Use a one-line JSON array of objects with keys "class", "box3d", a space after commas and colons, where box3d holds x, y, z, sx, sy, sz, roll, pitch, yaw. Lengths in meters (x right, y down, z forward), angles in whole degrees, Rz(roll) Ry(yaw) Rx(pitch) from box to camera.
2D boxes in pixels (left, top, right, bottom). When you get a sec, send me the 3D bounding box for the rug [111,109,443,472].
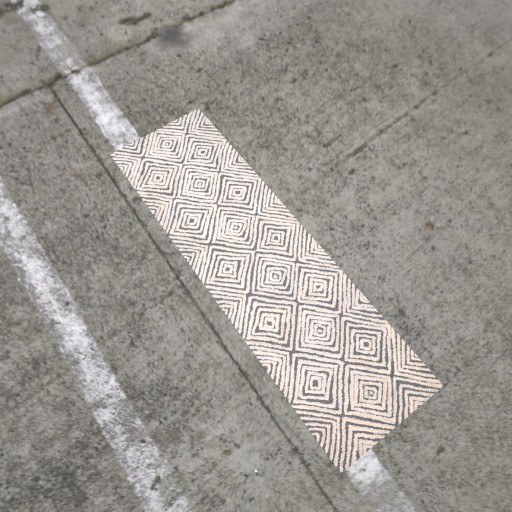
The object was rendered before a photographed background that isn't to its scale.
[{"class": "rug", "box3d": [0.000, 0.000, 2.540, 0.676, 0.008, 2.277, -33, 69, -15]}]
